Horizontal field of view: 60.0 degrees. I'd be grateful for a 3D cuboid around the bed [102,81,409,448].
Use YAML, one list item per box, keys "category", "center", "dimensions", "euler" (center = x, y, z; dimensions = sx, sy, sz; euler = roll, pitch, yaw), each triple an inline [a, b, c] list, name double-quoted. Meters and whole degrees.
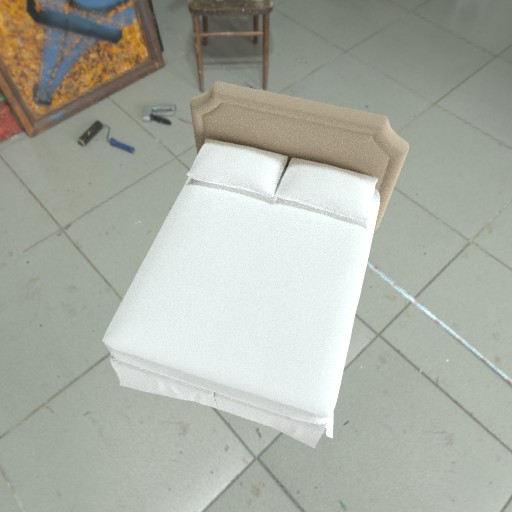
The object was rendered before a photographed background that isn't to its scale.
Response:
- category: "bed"
  center: [0.000, 0.000, 3.403]
  dimensions: [1.828, 1.301, 2.204]
  euler: [15, 59, 9]
